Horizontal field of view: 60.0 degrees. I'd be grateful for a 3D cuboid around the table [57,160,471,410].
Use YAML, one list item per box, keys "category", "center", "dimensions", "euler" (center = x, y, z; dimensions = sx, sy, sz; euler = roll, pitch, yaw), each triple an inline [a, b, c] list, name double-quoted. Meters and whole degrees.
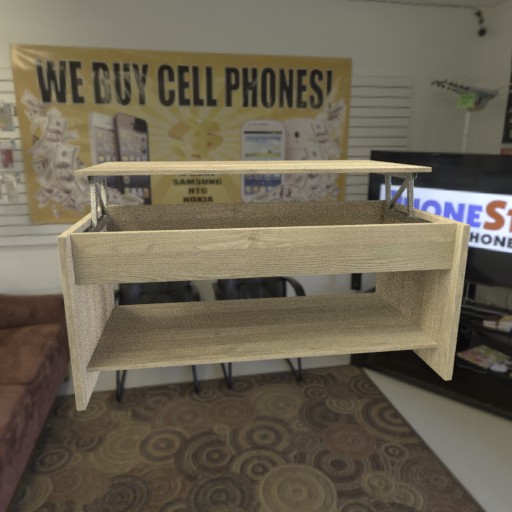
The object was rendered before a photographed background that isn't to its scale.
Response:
- category: "table"
  center: [0.000, 0.000, 1.434]
  dimensions: [1.000, 0.570, 0.712]
  euler: [-2, 15, -8]
